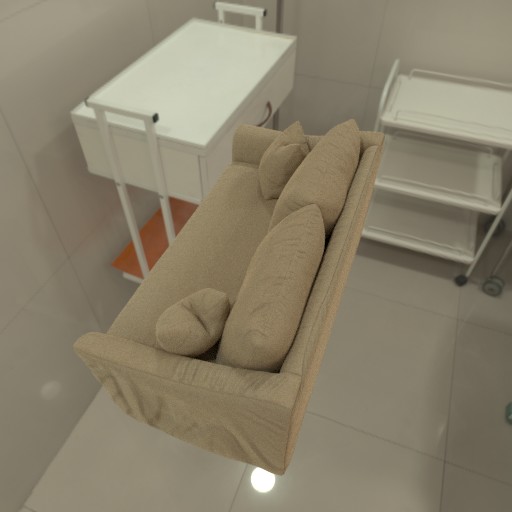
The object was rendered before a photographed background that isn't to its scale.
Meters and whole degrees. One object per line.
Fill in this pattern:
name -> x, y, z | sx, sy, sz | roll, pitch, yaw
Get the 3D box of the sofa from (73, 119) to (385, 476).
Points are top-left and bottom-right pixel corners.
sofa -> 0.000, 0.000, 2.630 | 1.072, 1.018, 2.010 | 16, 49, 14
